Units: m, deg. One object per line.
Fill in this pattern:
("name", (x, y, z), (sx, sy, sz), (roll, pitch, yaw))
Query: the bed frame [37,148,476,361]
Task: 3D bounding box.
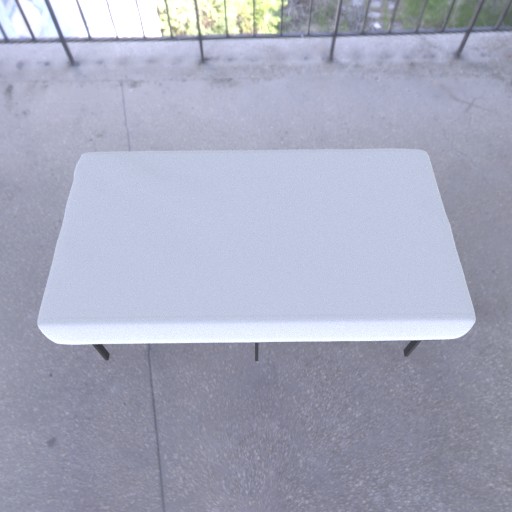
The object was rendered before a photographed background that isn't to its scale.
("bed frame", (0.000, 0.000, 2.359), (1.908, 0.640, 1.025), (-1, 58, 0))
